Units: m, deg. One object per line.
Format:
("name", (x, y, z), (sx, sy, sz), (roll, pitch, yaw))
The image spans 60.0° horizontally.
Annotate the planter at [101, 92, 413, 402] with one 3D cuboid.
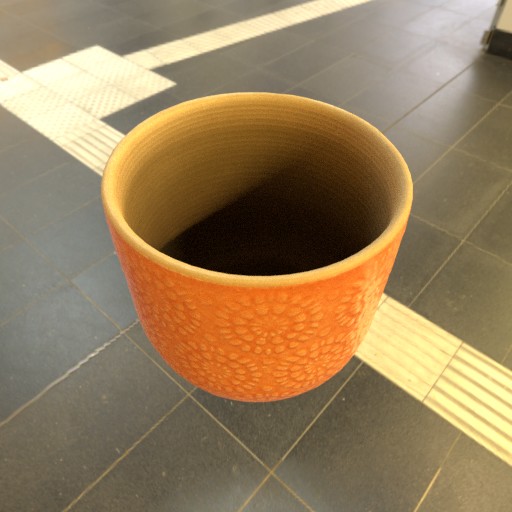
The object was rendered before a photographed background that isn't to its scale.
("planter", (0.000, 0.000, 0.291), (0.170, 0.152, 0.170), (0, 47, 0))
